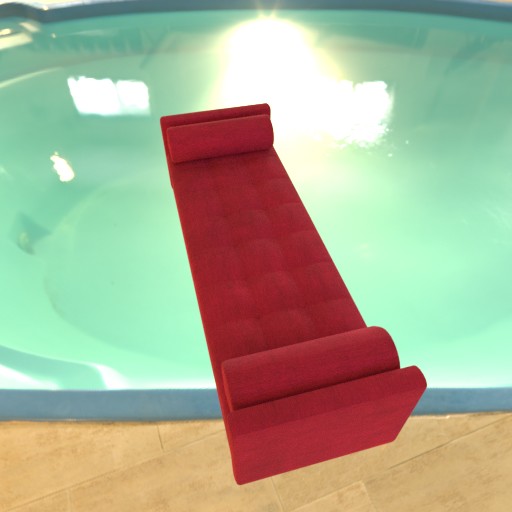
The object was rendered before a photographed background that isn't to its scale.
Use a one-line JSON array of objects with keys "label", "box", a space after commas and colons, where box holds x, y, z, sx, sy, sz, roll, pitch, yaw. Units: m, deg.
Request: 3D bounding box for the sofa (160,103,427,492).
[{"label": "sofa", "box": [0.000, 0.000, 2.293, 0.686, 0.635, 1.981, -11, 48, -10]}]
